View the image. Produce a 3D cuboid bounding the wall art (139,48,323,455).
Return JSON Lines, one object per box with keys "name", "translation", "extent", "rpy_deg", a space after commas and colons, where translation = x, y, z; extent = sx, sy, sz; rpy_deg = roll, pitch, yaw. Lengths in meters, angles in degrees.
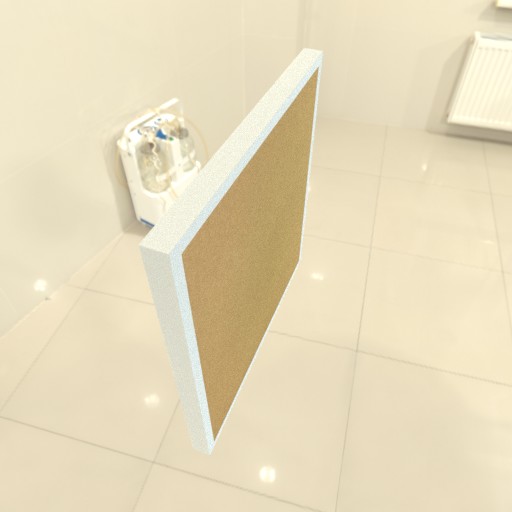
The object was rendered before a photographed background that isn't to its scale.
{"name": "wall art", "translation": [0.000, 0.000, 0.460], "extent": [0.020, 0.307, 0.307], "rpy_deg": [16, 48, 15]}
